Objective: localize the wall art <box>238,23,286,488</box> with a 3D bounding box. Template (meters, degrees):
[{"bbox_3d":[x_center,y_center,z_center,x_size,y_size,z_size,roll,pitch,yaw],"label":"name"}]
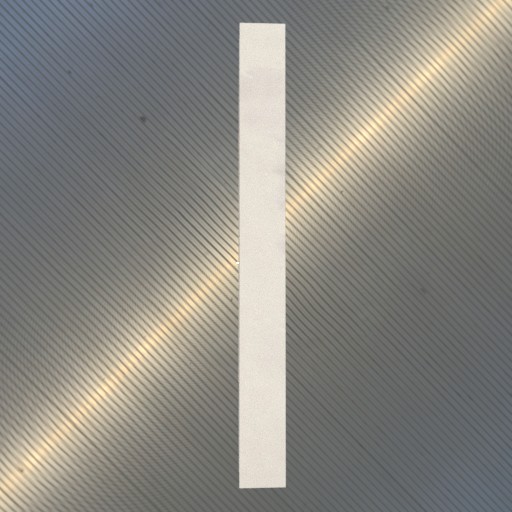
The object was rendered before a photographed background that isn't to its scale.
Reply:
[{"bbox_3d":[0.000,0.000,0.490,0.038,0.254,0.381,0,89,-2],"label":"wall art"}]
